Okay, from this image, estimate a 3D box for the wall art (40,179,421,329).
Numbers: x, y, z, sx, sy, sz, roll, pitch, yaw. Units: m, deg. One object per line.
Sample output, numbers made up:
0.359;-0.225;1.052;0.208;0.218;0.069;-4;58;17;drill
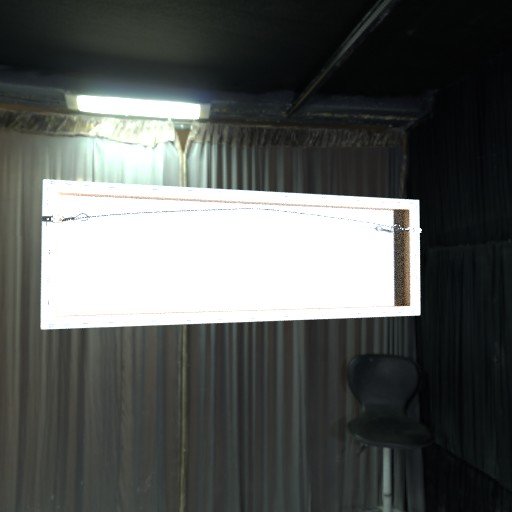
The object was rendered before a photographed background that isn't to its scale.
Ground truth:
0.000;0.000;0.862;0.759;0.254;0.044;1;-2;-18;wall art
